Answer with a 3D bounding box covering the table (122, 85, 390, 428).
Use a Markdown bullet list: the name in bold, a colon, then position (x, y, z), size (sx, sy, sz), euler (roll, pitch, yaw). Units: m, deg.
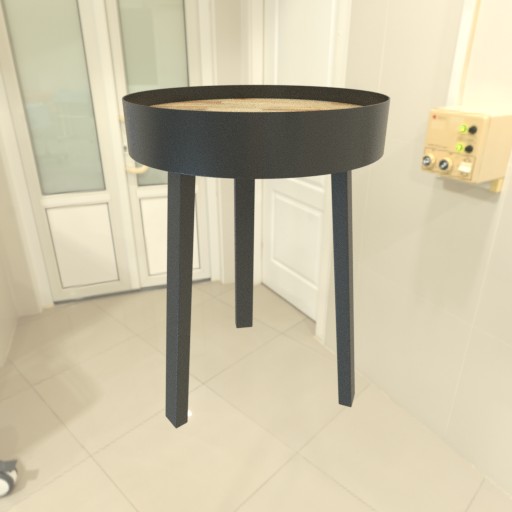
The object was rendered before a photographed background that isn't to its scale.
- **table**: position (0.000, 0.000, 0.814), size (0.406, 0.559, 0.406), euler (0, 25, 0)
